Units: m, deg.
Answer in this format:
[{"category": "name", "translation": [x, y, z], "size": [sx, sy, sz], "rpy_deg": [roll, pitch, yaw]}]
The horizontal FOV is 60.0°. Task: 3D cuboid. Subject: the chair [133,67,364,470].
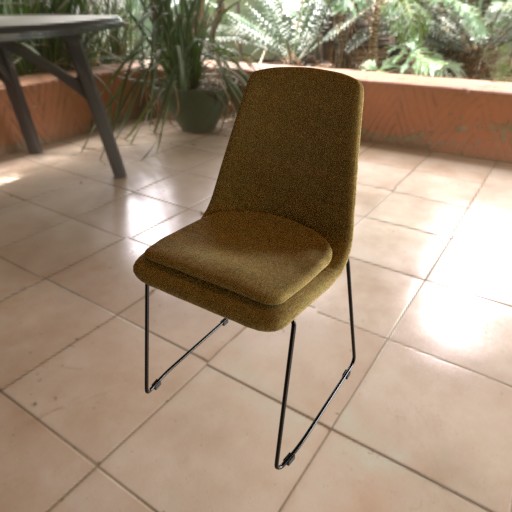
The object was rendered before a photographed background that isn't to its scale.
[{"category": "chair", "translation": [0.000, 0.000, 1.140], "size": [0.479, 0.849, 0.496], "rpy_deg": [18, 35, 28]}]
